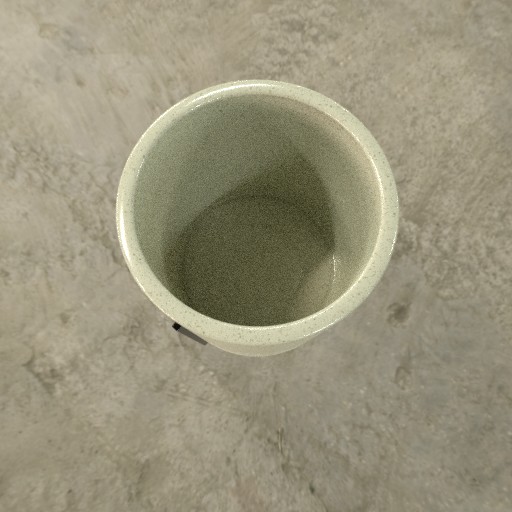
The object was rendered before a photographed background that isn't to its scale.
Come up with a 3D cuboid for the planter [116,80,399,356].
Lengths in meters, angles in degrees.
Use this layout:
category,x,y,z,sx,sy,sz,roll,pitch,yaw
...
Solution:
category,x,y,z,sx,sy,sz,roll,pitch,yaw
planter,0.000,0.000,0.554,0.234,0.390,0.243,-16,76,-4
